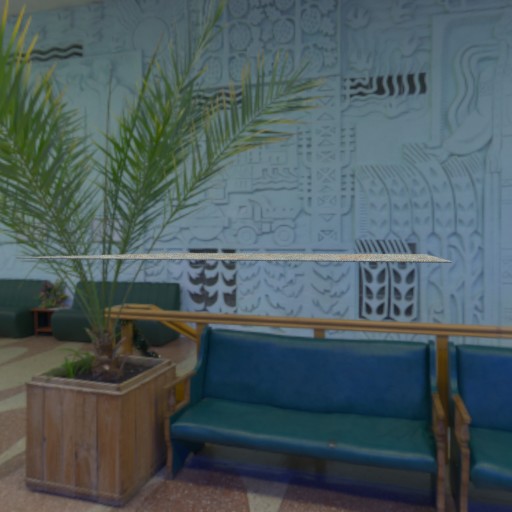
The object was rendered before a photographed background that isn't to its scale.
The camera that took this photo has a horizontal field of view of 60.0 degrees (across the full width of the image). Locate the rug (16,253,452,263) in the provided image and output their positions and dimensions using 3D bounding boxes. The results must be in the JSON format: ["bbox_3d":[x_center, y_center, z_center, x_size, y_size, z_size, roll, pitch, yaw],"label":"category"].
[{"bbox_3d":[0.000,0.000,4.042,3.035,0.008,2.425,0,1,18],"label":"rug"}]
